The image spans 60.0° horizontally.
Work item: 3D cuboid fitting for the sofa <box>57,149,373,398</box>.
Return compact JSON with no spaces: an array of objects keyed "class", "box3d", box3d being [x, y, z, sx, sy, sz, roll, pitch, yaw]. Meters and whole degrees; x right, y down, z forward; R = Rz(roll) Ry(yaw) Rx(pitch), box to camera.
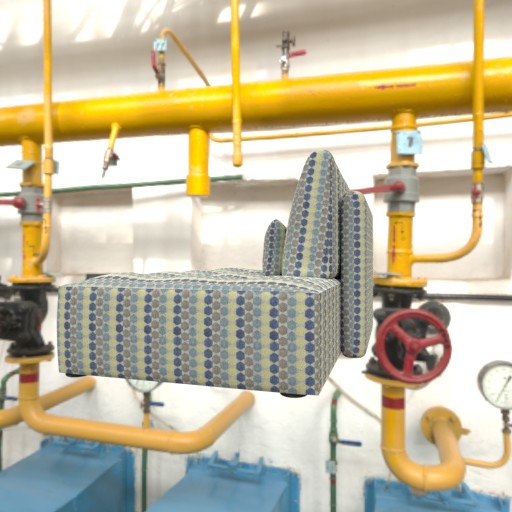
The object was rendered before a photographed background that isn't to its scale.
[{"class":"sofa","box3d":[0.000,0.000,2.036,1.000,0.820,1.450,0,0,17]}]
